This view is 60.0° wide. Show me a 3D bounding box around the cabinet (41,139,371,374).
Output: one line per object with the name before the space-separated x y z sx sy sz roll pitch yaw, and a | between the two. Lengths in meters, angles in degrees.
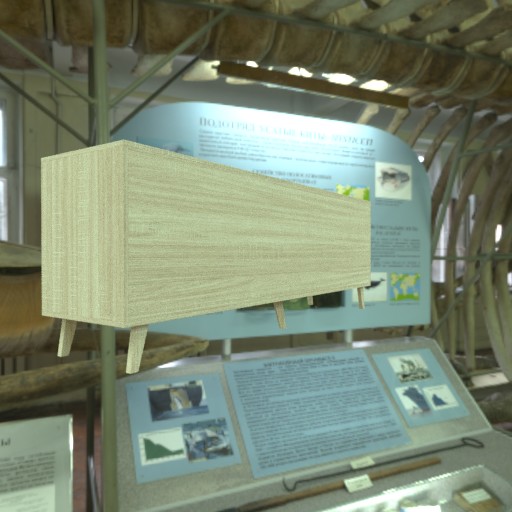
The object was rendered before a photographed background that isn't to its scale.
cabinet | 0.000 0.000 2.488 0.500 0.780 2.200 0 1 35
